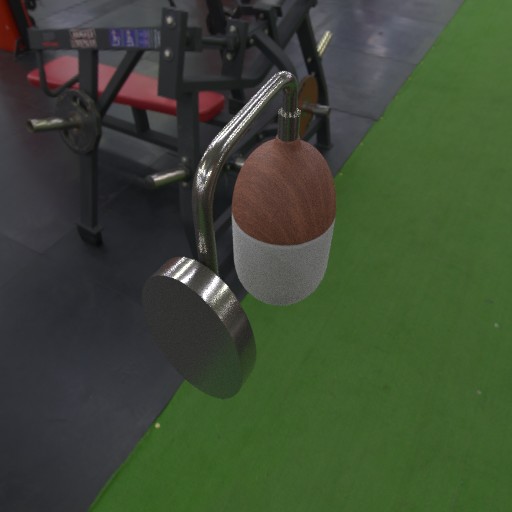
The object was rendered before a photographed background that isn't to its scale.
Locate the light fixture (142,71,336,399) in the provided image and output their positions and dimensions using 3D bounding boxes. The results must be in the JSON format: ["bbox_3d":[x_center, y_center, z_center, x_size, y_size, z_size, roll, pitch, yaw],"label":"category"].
[{"bbox_3d":[0.000,0.000,0.442,0.108,0.343,0.216,24,51,21],"label":"light fixture"}]
